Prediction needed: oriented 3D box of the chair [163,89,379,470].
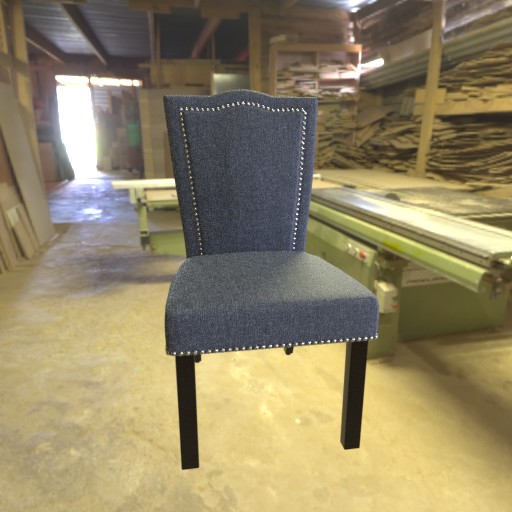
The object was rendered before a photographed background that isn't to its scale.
[{"bbox_3d":[0.000,0.000,1.279,0.518,0.946,0.589,-3,16,-9],"label":"chair"}]
